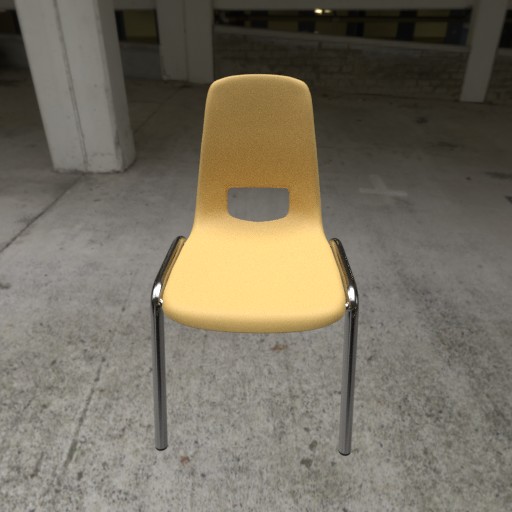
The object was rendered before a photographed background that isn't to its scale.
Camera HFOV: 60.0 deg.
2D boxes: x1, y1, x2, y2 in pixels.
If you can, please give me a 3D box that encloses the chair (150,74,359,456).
[{"bbox_3d":[0.000,0.000,0.833,0.354,0.586,0.423,1,30,2],"label":"chair"}]
